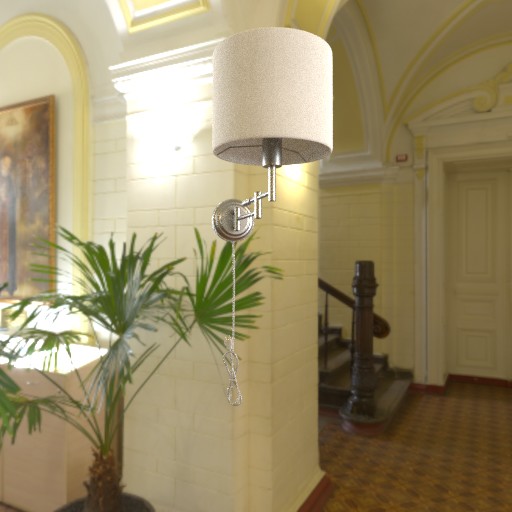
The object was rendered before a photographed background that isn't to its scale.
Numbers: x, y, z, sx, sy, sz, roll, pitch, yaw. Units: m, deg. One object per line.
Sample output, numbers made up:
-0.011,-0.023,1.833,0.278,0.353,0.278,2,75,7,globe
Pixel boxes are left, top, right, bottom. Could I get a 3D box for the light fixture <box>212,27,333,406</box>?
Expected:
0.000,0.000,1.047,0.253,0.842,0.479,0,-1,-18,light fixture
